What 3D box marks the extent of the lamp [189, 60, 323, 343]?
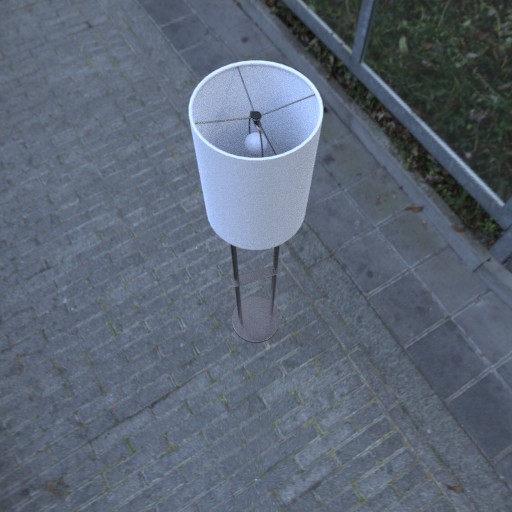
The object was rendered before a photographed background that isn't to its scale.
[{"bbox_3d":[0.000,0.000,1.674,0.306,1.500,0.305,-16,64,-8],"label":"lamp"}]
